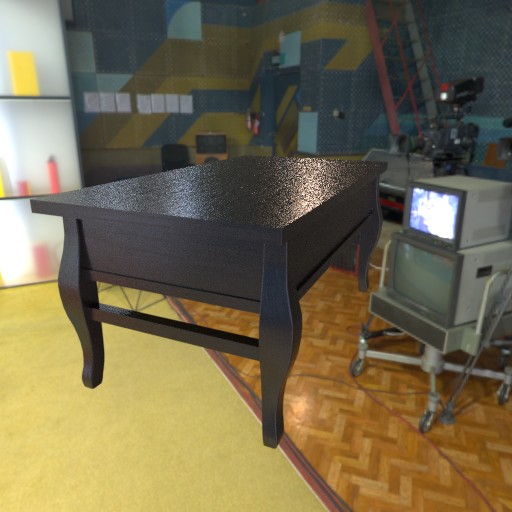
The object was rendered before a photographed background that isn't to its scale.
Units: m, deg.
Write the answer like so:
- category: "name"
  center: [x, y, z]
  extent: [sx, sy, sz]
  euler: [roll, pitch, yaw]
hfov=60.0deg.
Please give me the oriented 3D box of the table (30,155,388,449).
- category: "table"
  center: [0.000, 0.000, 1.371]
  extent: [0.600, 0.494, 1.062]
  euler: [8, 20, 23]
